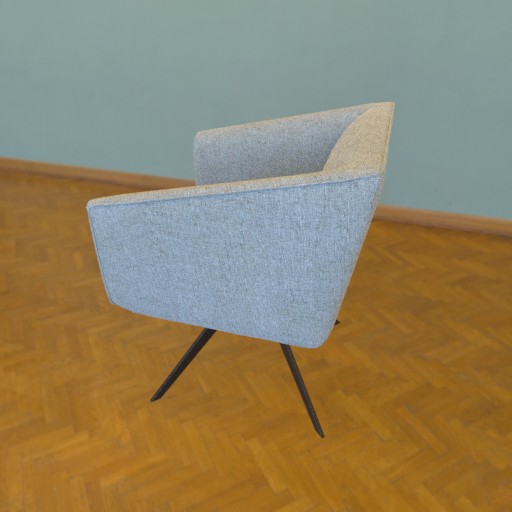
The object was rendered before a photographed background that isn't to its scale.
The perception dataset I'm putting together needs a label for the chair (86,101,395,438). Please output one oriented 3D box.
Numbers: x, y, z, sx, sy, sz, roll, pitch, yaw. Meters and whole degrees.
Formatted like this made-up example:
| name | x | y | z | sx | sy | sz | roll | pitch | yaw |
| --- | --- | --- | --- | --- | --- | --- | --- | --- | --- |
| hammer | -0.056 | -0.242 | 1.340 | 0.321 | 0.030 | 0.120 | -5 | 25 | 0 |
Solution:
| name | x | y | z | sx | sy | sz | roll | pitch | yaw |
| --- | --- | --- | --- | --- | --- | --- | --- | --- | --- |
| chair | 0.000 | 0.000 | 1.241 | 0.623 | 0.760 | 0.628 | 9 | 31 | 14 |
